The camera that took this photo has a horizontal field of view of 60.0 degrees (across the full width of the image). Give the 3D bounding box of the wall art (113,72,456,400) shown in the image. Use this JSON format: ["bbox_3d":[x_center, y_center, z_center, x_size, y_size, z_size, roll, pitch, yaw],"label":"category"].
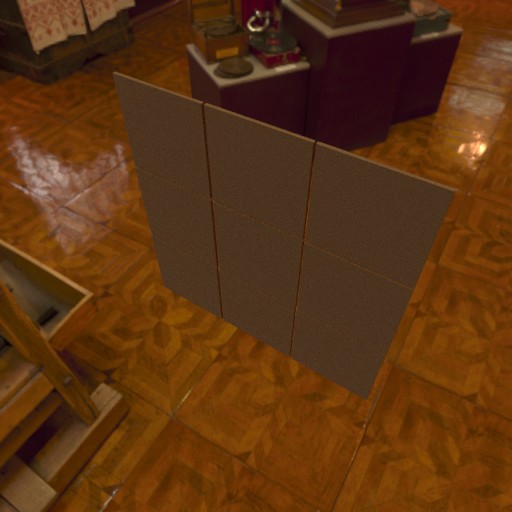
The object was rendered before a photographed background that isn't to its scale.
[{"bbox_3d":[0.000,0.000,1.361,0.919,0.917,0.010,26,52,22],"label":"wall art"}]
